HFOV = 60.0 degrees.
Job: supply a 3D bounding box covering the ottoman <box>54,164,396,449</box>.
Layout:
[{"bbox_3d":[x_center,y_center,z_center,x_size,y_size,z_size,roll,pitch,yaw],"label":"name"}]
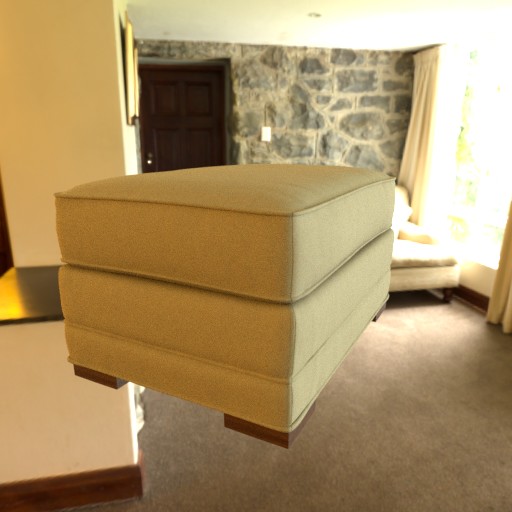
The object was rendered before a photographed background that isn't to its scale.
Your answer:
[{"bbox_3d":[0.000,0.000,1.221,0.611,0.482,0.848,8,16,27],"label":"ottoman"}]
